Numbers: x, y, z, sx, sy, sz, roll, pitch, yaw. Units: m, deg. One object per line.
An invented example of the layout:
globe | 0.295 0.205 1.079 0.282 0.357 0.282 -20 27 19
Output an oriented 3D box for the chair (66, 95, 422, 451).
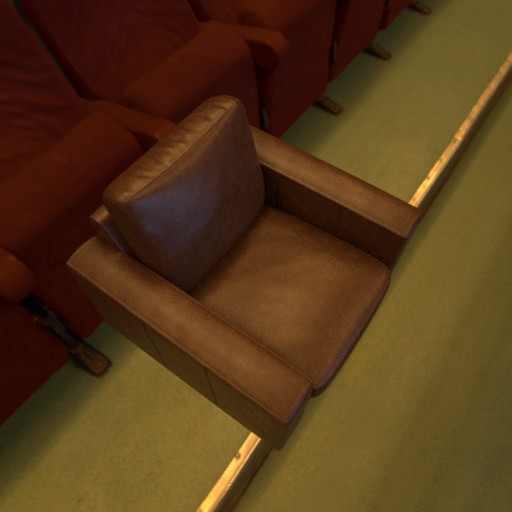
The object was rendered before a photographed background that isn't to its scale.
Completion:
chair | 0.000 0.000 1.786 1.016 0.873 1.005 31 63 18
